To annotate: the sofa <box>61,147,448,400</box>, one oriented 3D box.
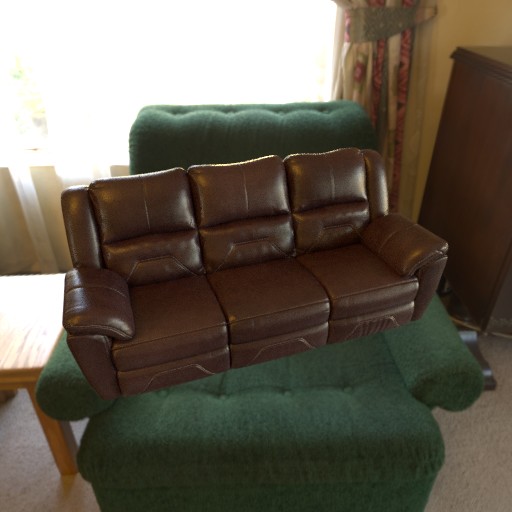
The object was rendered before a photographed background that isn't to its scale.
[{"bbox_3d":[0.000,0.000,2.898,2.337,1.043,0.991,-11,34,-16],"label":"sofa"}]
